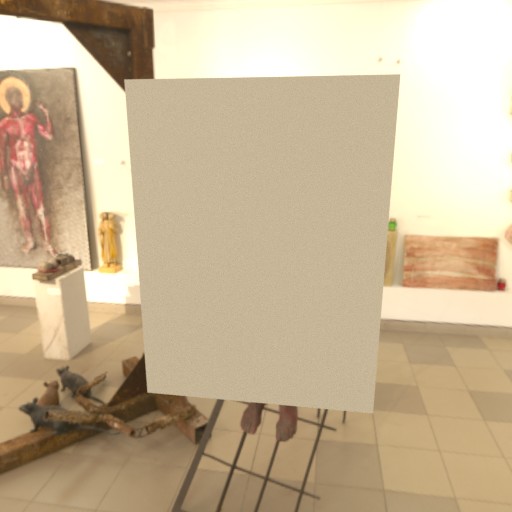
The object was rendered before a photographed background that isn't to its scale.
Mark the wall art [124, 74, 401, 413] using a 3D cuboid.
[{"bbox_3d":[0.000,0.000,0.809,0.457,0.609,0.003,2,16,9],"label":"wall art"}]
